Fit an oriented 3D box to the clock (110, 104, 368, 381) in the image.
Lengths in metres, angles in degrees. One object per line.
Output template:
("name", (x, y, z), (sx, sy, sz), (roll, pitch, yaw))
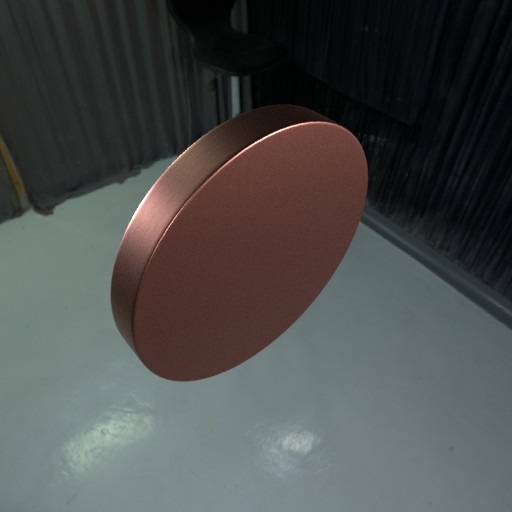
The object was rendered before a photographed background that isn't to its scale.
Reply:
("clock", (0.000, 0.000, 0.474), (0.313, 0.313, 0.040), (-32, 54, -27))
